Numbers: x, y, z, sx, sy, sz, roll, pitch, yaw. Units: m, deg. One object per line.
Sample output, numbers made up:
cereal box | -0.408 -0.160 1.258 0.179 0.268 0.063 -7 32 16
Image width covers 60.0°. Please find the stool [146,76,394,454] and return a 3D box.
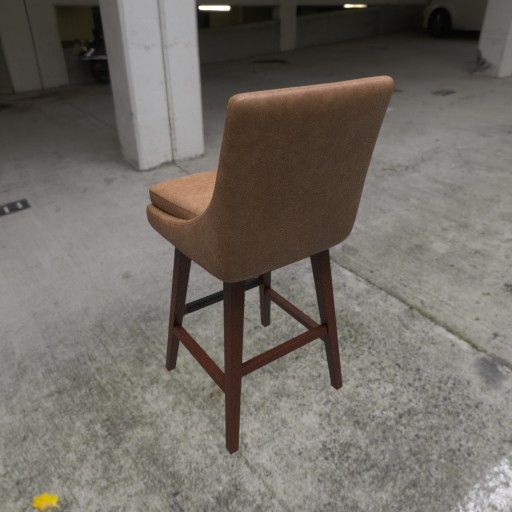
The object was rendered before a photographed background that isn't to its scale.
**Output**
stool | 0.000 0.000 1.385 0.487 1.079 0.572 -19 35 -30
